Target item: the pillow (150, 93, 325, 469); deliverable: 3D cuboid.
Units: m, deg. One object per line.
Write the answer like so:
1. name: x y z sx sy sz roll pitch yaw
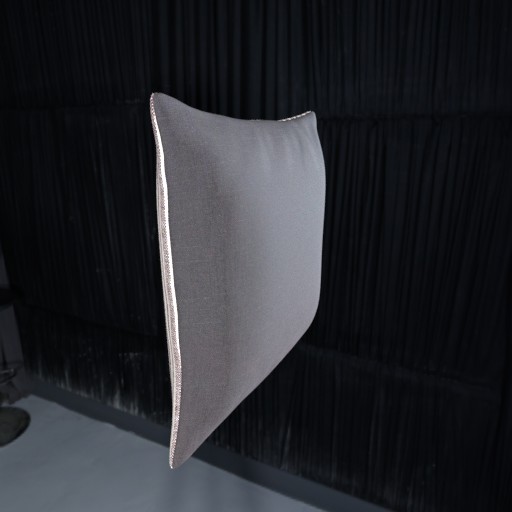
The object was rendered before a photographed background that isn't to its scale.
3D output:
1. pillow: 0.000 0.000 0.781 0.166 0.506 0.523 8 17 26
